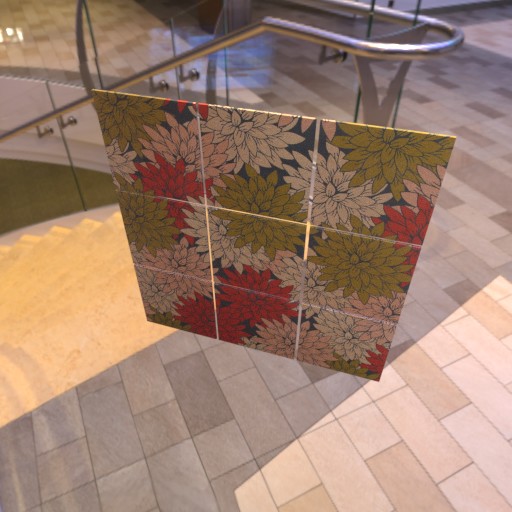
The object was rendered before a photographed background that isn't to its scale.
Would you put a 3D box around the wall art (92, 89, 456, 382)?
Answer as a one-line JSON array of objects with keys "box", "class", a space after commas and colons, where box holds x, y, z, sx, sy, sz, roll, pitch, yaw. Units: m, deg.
[{"box": [0.000, 0.000, 2.276, 1.519, 1.534, 0.013, 12, 42, 14], "class": "wall art"}]
